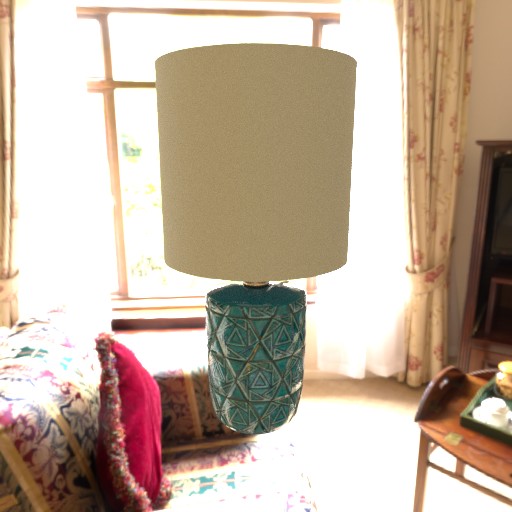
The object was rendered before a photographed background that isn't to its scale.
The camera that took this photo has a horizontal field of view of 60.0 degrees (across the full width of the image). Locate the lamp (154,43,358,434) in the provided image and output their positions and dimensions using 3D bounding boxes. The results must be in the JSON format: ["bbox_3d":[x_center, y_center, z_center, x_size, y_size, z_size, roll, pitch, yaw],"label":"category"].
[{"bbox_3d":[0.000,0.000,0.473,0.193,0.377,0.193,-12,18,-42],"label":"lamp"}]
